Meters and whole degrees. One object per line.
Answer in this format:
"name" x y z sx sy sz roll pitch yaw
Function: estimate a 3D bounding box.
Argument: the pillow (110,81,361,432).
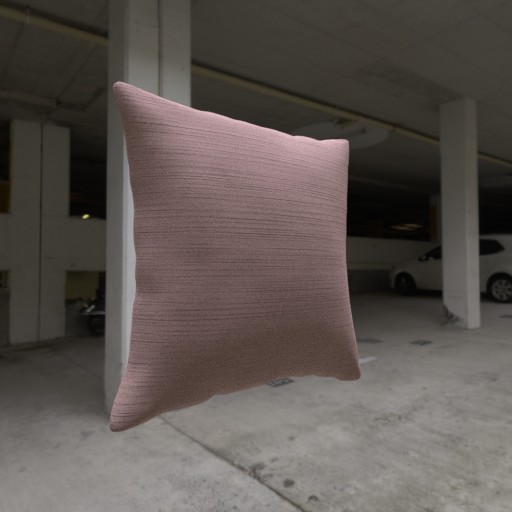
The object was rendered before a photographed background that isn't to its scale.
"pillow" 0.000 0.000 0.718 0.470 0.464 0.175 1 -2 -37
